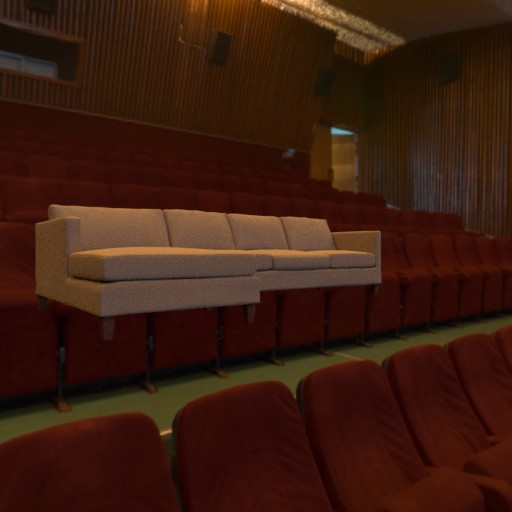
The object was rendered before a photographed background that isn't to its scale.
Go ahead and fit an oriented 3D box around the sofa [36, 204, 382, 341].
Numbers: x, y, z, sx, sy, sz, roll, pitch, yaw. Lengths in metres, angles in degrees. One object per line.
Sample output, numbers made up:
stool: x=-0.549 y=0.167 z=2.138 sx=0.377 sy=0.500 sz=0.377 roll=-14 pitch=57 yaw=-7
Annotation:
sofa: x=0.000 y=0.000 z=3.826 sx=3.186 sy=0.846 sz=1.625 roll=0 pitch=1 yaw=-37
